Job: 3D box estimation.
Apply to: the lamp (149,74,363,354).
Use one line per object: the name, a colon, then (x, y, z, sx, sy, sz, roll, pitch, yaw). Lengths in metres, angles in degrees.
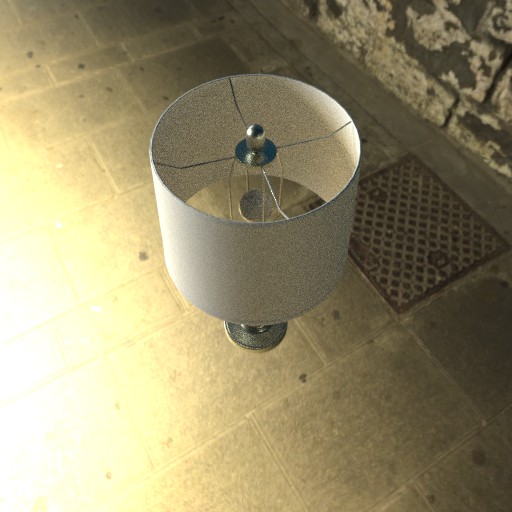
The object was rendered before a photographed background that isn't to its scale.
lamp: (0.000, 0.000, 0.982, 0.383, 0.733, 0.383, 0, 58, 0)
